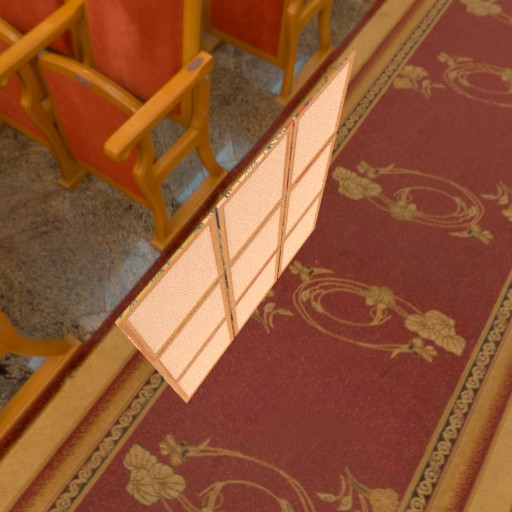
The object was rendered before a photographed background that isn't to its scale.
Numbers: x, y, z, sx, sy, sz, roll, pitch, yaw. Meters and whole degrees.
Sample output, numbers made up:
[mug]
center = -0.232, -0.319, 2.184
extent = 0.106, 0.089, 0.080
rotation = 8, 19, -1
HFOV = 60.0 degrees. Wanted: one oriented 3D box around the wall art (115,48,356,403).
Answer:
[wall art]
center = 0.000, 0.000, 2.336
extent = 0.013, 1.534, 1.519
rotation = 32, 67, 15
